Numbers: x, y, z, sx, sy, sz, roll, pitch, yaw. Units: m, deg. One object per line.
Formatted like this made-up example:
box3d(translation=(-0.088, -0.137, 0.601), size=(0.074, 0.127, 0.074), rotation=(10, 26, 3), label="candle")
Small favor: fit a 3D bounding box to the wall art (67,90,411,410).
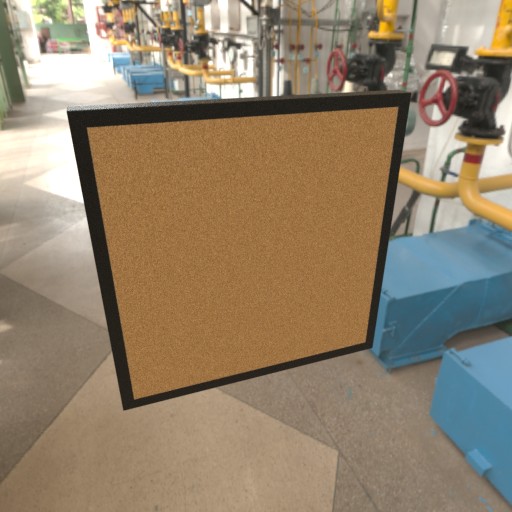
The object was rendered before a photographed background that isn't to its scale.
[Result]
box3d(translation=(0.000, 0.000, 0.752), size=(0.508, 0.508, 0.036), rotation=(-9, 29, -17), label="wall art")
